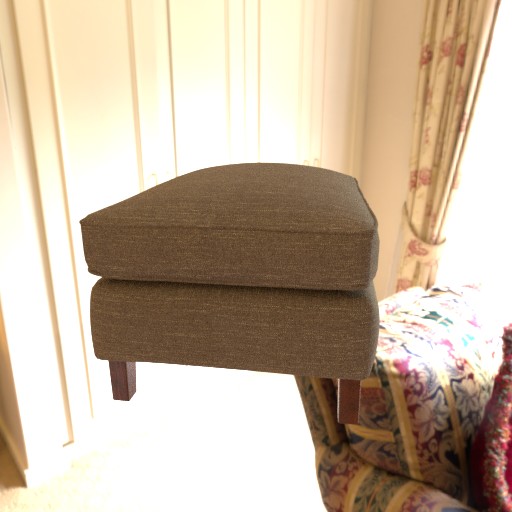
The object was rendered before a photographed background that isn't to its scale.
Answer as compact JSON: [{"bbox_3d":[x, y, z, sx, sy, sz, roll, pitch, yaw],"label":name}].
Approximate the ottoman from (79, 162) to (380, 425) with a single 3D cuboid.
[{"bbox_3d":[0.000,0.000,1.012,0.508,0.406,0.686,3,17,9],"label":"ottoman"}]
